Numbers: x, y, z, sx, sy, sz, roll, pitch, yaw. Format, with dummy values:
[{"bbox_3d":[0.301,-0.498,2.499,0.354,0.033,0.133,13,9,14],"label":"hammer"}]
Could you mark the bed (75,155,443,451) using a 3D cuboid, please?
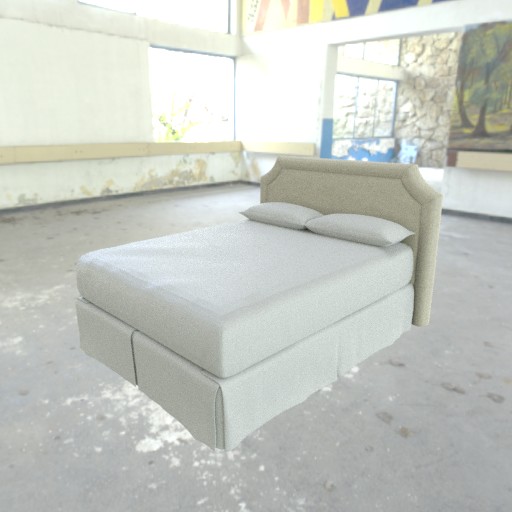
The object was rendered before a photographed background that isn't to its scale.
[{"bbox_3d":[0.000,0.000,3.290,1.828,1.297,2.164,16,23,42],"label":"bed"}]
